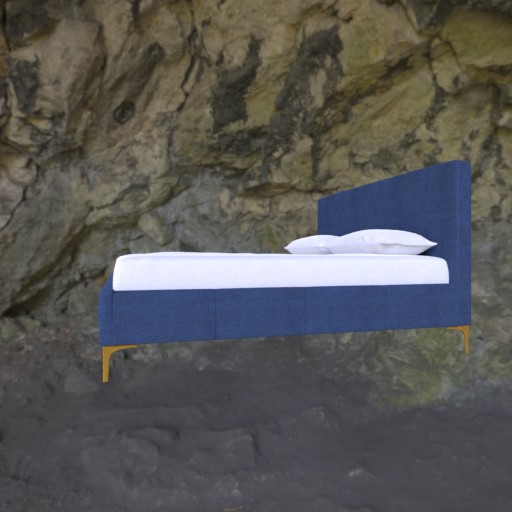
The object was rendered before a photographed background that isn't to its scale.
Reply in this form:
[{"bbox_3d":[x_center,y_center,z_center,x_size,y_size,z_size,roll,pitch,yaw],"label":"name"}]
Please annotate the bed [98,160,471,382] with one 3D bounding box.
[{"bbox_3d":[0.000,0.000,3.469,2.232,1.231,2.096,0,0,-17],"label":"bed"}]
